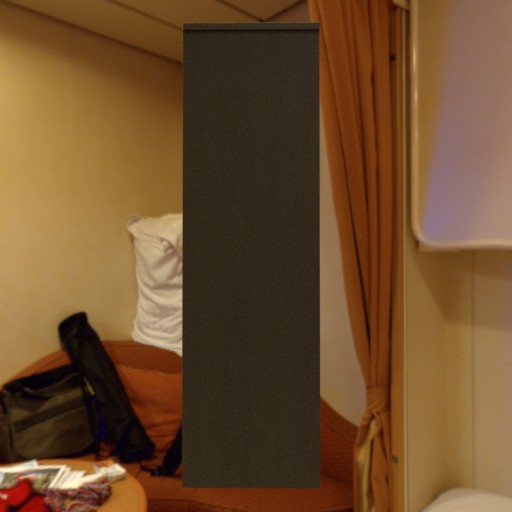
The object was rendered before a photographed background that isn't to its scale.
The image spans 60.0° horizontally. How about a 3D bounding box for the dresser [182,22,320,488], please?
[{"bbox_3d":[0.000,0.000,1.544,0.399,1.255,0.704,0,-1,1],"label":"dresser"}]
